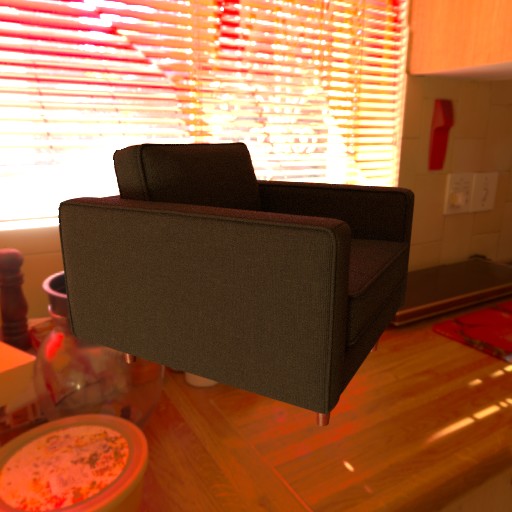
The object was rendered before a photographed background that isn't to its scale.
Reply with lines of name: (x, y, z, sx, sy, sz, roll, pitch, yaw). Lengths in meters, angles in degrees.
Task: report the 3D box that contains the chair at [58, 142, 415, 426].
chair: (0.000, 0.000, 1.552, 0.919, 0.770, 0.899, 8, 17, 28)
